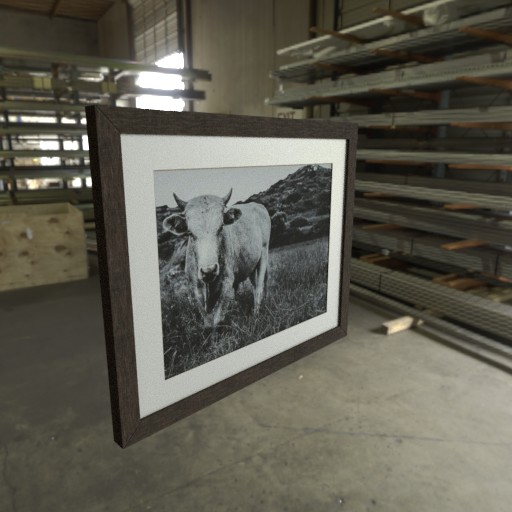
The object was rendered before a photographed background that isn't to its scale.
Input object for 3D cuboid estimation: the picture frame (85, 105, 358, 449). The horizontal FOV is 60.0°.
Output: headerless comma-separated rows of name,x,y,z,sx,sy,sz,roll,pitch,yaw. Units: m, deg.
picture frame,0.000,0.000,0.757,0.546,0.455,0.026,-13,19,-43
